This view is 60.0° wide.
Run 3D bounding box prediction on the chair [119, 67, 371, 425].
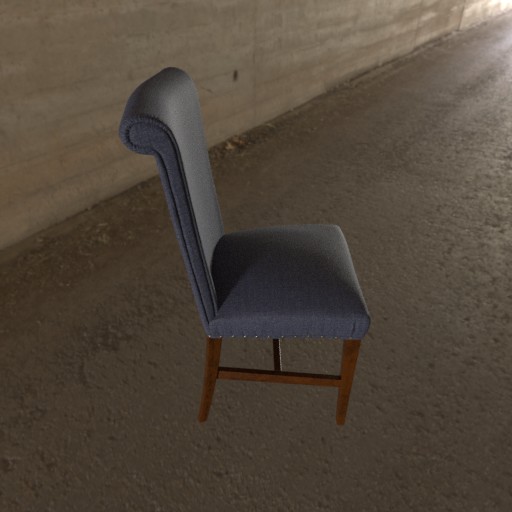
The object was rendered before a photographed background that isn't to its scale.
[{"bbox_3d":[0.000,0.000,1.344,0.608,0.988,0.513,-1,34,-1],"label":"chair"}]
